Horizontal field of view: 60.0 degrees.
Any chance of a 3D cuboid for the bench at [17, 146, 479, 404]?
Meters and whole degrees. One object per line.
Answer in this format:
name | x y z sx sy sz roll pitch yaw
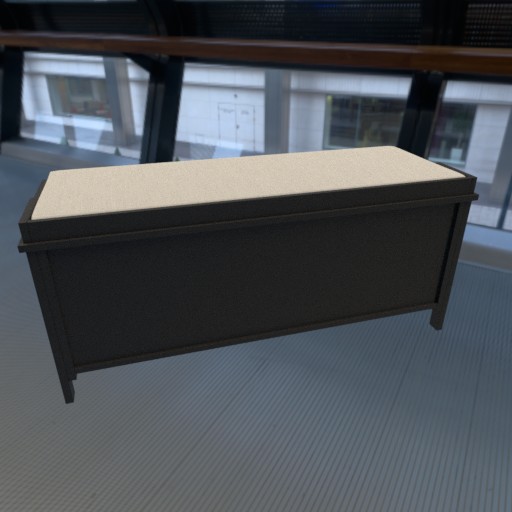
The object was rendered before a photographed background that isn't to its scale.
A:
bench | 0.000 0.000 1.317 1.140 0.501 0.398 -8 28 -14
